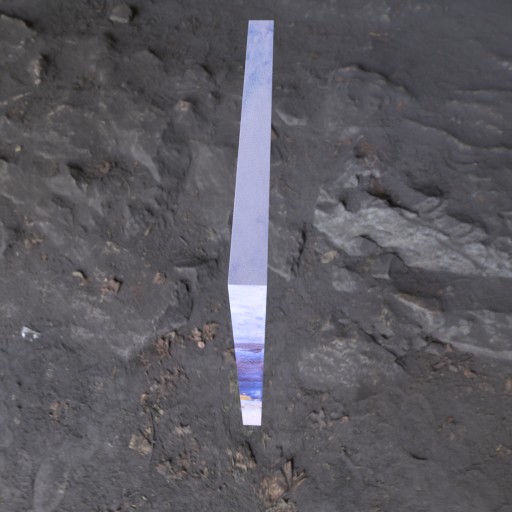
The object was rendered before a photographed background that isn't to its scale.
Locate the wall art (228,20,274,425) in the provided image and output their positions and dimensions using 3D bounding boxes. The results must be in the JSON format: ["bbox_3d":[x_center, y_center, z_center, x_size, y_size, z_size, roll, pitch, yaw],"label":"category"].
[{"bbox_3d":[0.000,0.000,0.766,0.036,0.581,0.437,2,57,1],"label":"wall art"}]
